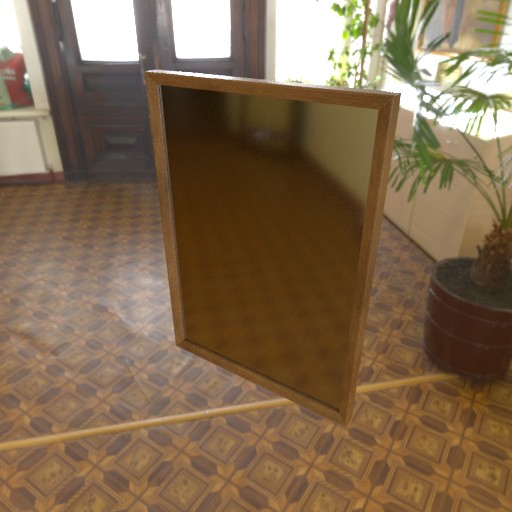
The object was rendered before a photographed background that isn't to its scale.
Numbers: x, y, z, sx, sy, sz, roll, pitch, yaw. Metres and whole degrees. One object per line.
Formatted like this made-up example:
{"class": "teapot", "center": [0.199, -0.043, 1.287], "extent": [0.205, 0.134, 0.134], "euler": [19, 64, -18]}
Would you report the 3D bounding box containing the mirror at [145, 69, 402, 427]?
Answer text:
{"class": "mirror", "center": [0.000, 0.000, 0.955], "extent": [0.508, 0.711, 0.039], "euler": [18, 34, 28]}
